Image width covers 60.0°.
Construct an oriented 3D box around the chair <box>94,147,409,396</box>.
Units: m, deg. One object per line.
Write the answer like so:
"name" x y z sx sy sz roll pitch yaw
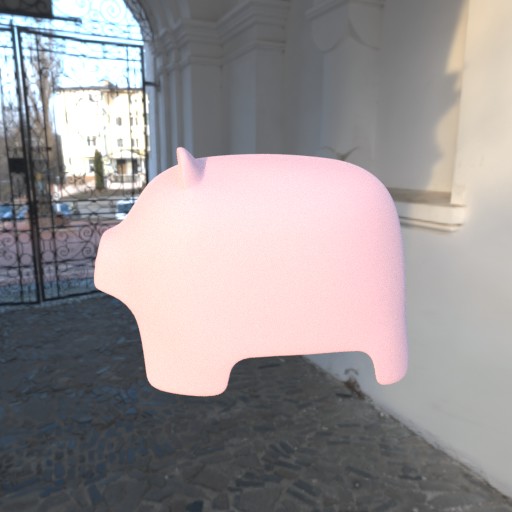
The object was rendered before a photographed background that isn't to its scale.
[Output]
"chair" 0.000 0.000 0.897 0.619 0.423 0.364 -2 13 -9
